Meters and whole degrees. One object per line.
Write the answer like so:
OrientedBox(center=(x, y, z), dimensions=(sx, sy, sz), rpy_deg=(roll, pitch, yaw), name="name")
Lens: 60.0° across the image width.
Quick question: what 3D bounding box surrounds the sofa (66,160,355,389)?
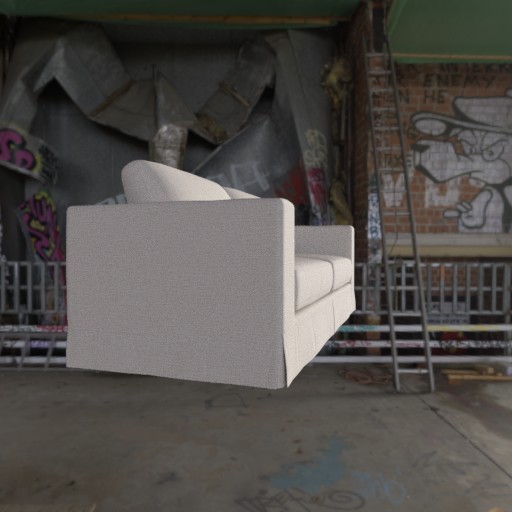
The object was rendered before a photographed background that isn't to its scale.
OrientedBox(center=(0.000, 0.000, 2.682), dimensions=(0.954, 0.881, 2.163), rpy_deg=(0, 1, 19), name="sofa")
